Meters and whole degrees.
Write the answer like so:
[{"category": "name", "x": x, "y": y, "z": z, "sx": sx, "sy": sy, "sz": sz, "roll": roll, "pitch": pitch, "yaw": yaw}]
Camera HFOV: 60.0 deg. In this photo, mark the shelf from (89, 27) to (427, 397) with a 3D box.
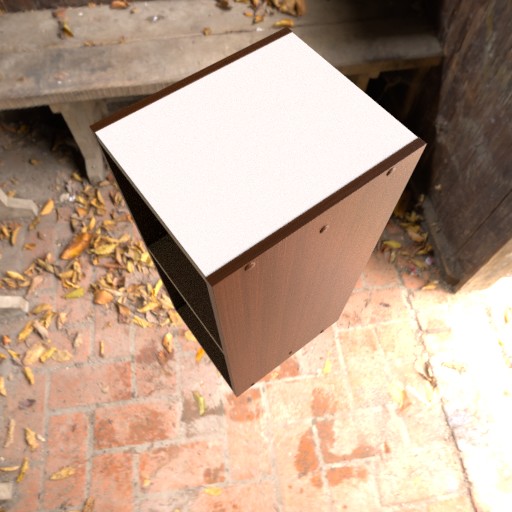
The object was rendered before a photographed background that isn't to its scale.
[{"category": "shelf", "x": 0.000, "y": 0.000, "z": 0.768, "sx": 0.290, "sy": 0.600, "sz": 0.253, "roll": -34, "pitch": 68, "yaw": -16}]
